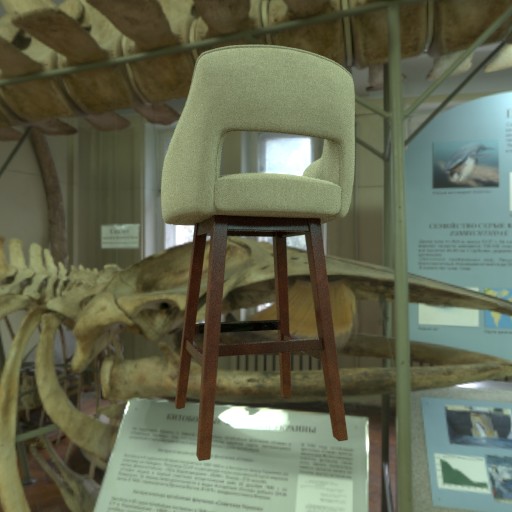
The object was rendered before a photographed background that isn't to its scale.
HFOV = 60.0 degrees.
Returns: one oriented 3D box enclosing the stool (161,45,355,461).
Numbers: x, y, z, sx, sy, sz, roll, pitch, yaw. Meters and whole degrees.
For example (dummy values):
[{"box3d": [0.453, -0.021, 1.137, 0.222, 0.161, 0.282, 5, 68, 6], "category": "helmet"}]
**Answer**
[{"box3d": [0.000, 0.000, 1.360, 0.550, 1.041, 0.560, 0, -1, -18], "category": "stool"}]
